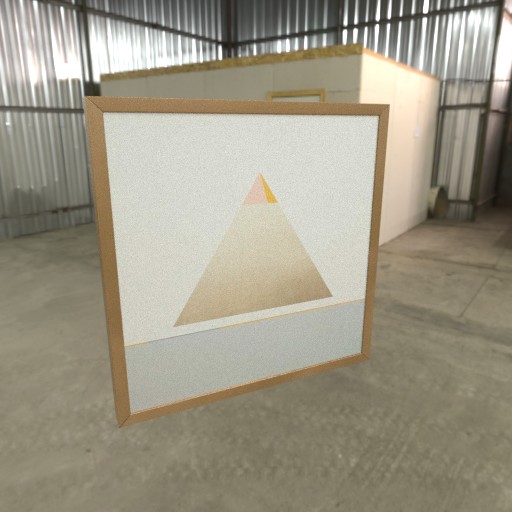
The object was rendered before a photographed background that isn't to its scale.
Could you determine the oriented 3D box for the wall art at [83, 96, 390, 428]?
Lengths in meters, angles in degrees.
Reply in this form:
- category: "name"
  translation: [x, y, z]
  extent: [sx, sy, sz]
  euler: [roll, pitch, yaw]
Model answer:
- category: "wall art"
  translation: [0.000, 0.000, 0.774]
  extent: [0.513, 0.511, 0.038]
  euler: [-8, 18, -24]
